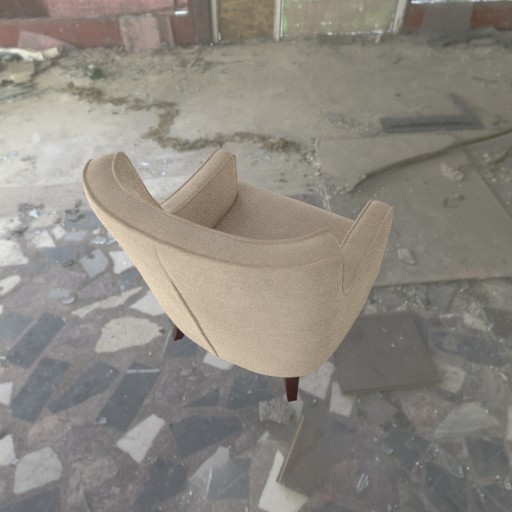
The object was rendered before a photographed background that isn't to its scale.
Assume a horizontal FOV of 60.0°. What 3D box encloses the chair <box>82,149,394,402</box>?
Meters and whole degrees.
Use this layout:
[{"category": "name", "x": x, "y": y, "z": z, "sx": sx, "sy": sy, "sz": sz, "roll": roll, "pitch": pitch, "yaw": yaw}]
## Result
[{"category": "chair", "x": 0.000, "y": 0.000, "z": 1.597, "sx": 0.781, "sy": 0.920, "sz": 0.910, "roll": 23, "pitch": 50, "yaw": 20}]
